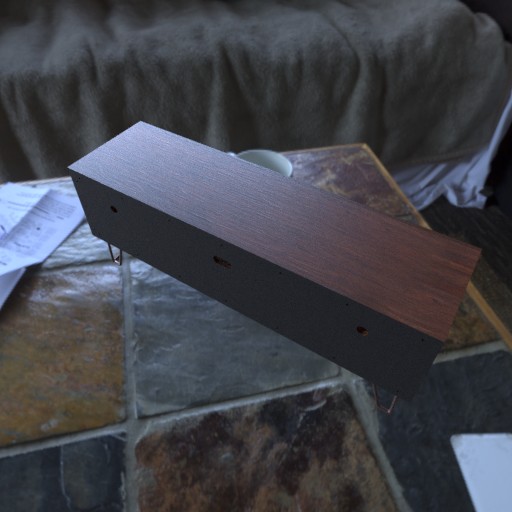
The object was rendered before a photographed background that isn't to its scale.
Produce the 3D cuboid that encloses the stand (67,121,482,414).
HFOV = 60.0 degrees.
[{"bbox_3d":[0.000,0.000,1.969,1.626,0.610,0.481,25,52,22],"label":"stand"}]
